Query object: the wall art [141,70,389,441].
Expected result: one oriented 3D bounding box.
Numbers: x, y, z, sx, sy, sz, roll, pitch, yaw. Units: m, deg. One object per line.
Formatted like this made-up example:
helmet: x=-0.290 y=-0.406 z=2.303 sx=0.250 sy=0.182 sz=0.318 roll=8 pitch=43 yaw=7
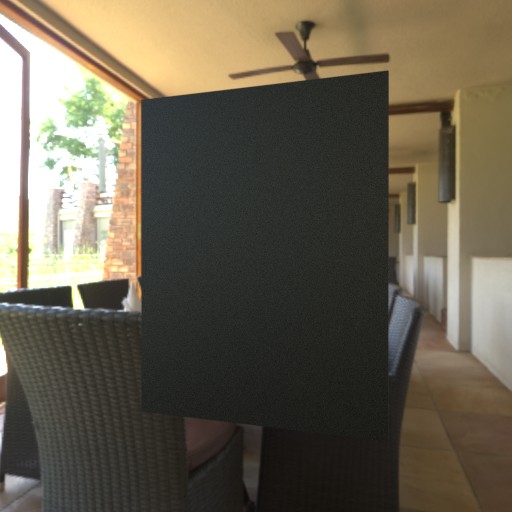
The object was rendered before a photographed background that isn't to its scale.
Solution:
wall art: x=0.000 y=0.000 z=1.407 sx=0.806 sy=1.062 sz=0.038 roll=0 pitch=0 yaw=17
